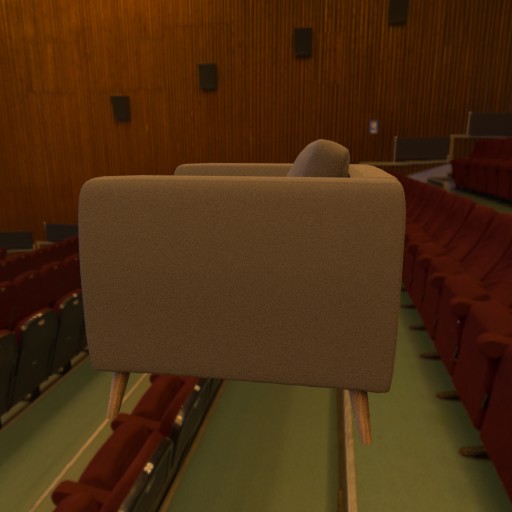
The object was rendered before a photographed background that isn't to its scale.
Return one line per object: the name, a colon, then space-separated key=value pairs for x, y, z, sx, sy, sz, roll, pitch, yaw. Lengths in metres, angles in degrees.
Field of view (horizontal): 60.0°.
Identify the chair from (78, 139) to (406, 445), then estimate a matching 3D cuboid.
chair: x=0.000 y=0.000 z=1.698 sx=0.930 sy=0.860 sz=1.000 roll=2 pitch=15 yaw=9
